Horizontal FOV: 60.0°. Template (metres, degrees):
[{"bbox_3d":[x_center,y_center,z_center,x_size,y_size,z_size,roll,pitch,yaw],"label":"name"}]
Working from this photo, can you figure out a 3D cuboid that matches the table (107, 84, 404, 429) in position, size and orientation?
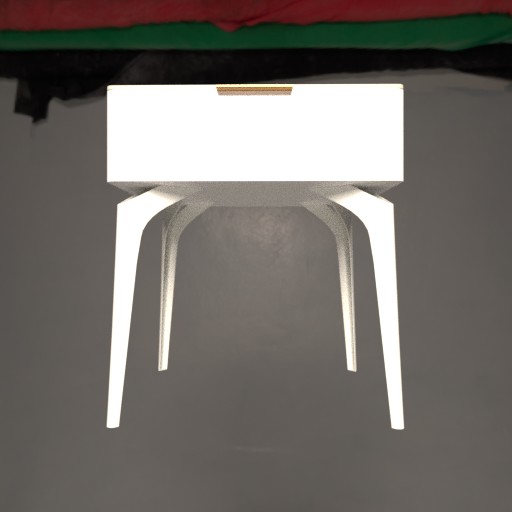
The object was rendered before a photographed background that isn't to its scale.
[{"bbox_3d":[0.000,0.000,0.918,0.500,0.570,0.400,0,0,1],"label":"table"}]
